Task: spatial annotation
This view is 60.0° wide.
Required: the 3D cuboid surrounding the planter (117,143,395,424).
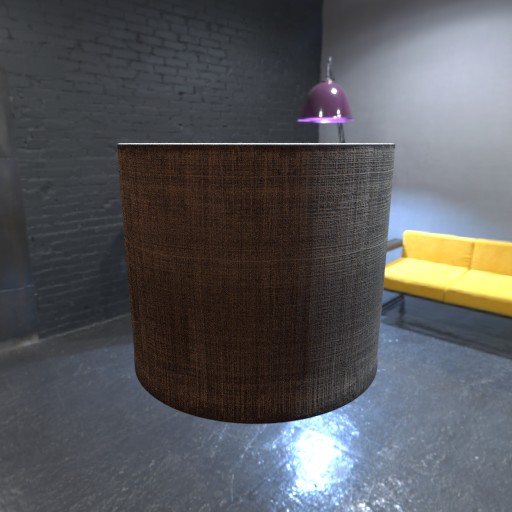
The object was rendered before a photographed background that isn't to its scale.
[{"bbox_3d":[0.000,0.000,0.449,0.254,0.221,0.254,0,14,0],"label":"planter"}]
